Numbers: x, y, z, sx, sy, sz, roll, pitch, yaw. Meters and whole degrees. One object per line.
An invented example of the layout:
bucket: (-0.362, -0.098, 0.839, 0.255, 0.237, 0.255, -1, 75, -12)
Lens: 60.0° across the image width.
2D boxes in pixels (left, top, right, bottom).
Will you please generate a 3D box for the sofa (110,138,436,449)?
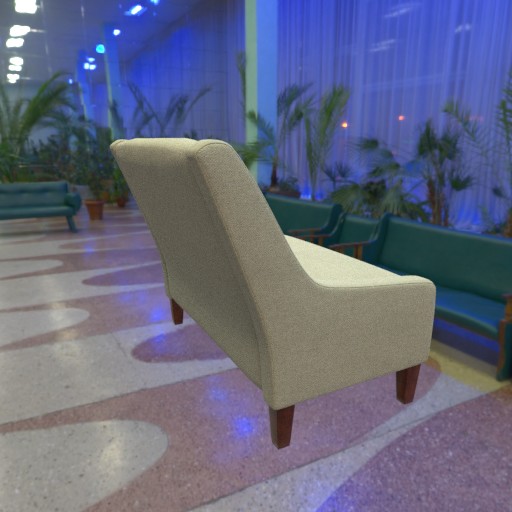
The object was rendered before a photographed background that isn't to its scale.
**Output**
sofa: (0.000, 0.000, 1.902, 0.946, 0.976, 1.212, -7, 16, -26)
